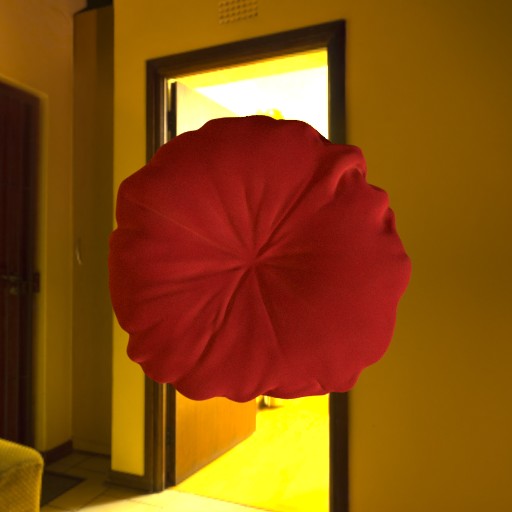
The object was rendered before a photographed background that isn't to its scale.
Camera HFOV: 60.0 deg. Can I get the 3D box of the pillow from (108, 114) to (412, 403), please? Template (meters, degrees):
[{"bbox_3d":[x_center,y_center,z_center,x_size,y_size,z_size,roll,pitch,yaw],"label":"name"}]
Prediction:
[{"bbox_3d":[0.000,0.000,0.643,0.428,0.407,0.148,0,-1,1],"label":"pillow"}]
